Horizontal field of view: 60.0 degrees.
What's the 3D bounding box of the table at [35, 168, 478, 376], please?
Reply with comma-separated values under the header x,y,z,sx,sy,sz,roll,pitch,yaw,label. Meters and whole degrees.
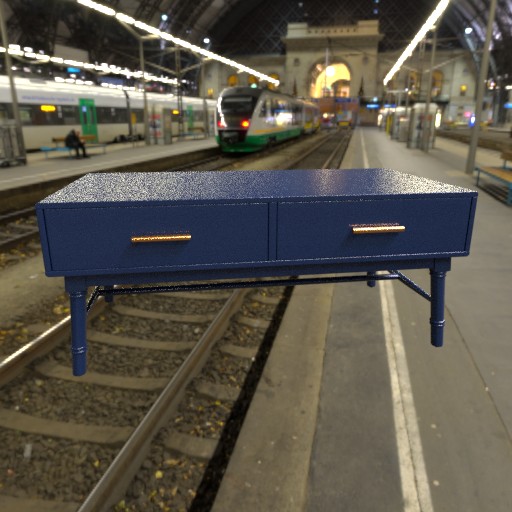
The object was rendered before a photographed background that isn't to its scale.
x,y,z,sx,sy,sz,roll,pitch,yaw,label
0.000,0.000,1.368,1.067,0.457,0.572,-3,18,-8,table
